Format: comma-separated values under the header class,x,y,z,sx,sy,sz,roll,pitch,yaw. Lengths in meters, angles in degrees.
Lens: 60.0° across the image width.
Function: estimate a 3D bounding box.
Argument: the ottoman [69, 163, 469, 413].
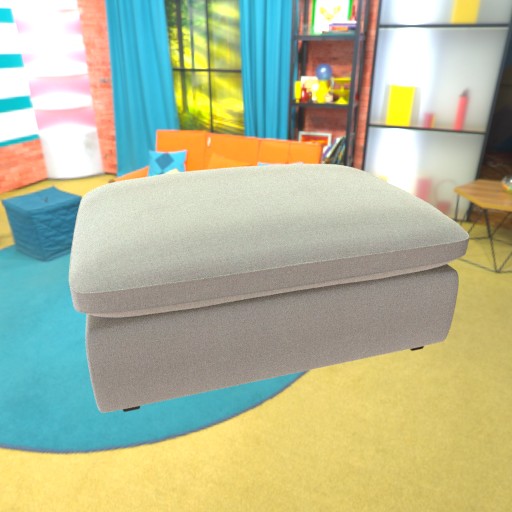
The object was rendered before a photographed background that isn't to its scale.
class,x,y,z,sx,sy,sz,roll,pitch,yaw
ottoman,0.000,0.000,1.338,0.984,0.453,0.686,-8,27,-15
